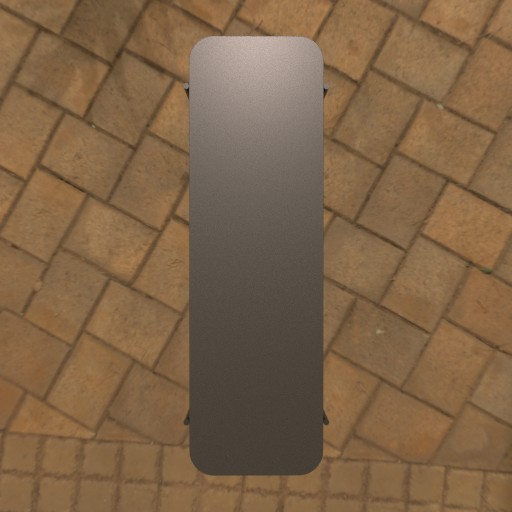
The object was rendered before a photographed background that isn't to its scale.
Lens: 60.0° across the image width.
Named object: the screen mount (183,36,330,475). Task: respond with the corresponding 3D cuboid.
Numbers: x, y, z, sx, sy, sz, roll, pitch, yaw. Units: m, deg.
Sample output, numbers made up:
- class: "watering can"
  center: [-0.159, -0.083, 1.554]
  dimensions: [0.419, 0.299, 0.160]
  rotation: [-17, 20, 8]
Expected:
- class: "screen mount"
  center: [0.000, 0.000, 1.433]
  dimensions: [0.400, 0.447, 1.200]
  rotation: [0, 90, 0]
